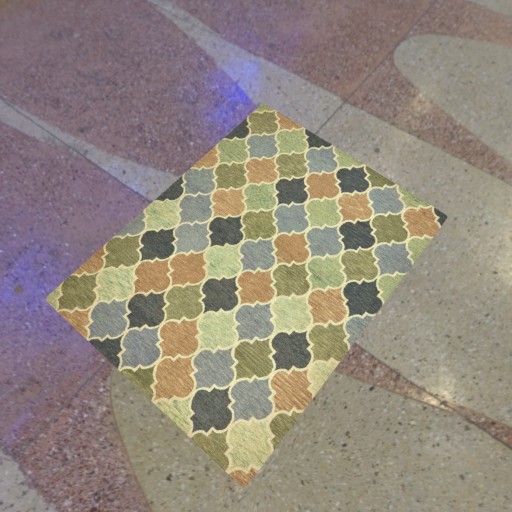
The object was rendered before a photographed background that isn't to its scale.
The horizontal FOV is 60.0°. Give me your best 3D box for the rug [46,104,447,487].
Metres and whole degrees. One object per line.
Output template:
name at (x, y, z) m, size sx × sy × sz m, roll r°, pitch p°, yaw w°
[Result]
rug at (0.000, 0.000, 4.310) m, size 2.439 × 0.013 × 3.200 m, roll 37°, pitch 69°, yaw 17°
